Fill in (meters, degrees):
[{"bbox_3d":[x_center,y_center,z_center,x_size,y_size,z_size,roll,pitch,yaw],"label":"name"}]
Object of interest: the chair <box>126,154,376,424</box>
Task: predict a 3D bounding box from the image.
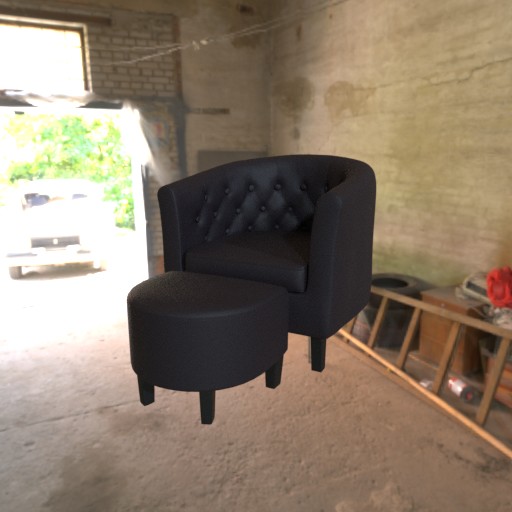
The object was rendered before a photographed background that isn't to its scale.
[{"bbox_3d":[0.000,0.000,1.700,0.763,0.760,1.191,7,15,27],"label":"chair"}]
